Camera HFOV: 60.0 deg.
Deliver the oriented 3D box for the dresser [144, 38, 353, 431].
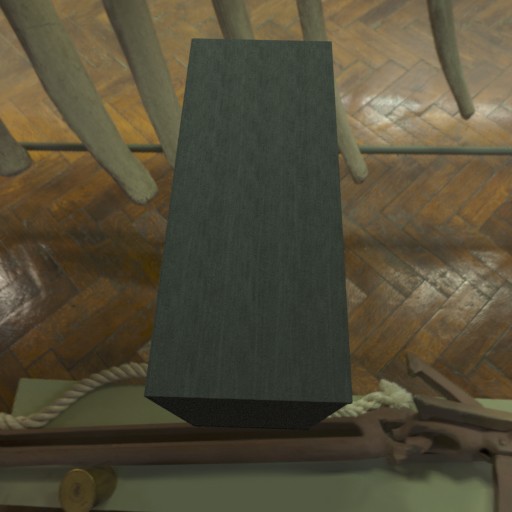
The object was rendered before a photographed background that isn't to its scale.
[{"bbox_3d":[0.000,0.000,1.434,0.404,0.816,0.994,2,65,1],"label":"dresser"}]
